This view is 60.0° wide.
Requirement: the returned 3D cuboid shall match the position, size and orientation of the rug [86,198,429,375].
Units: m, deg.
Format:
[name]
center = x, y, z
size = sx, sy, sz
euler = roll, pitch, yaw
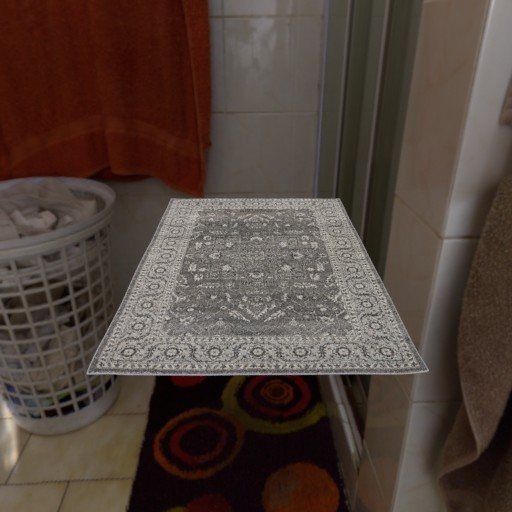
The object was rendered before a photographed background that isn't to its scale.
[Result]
[rug]
center = 0.000, 0.000, 2.367
size = 1.209, 0.019, 1.828
euler = 0, 27, 0
